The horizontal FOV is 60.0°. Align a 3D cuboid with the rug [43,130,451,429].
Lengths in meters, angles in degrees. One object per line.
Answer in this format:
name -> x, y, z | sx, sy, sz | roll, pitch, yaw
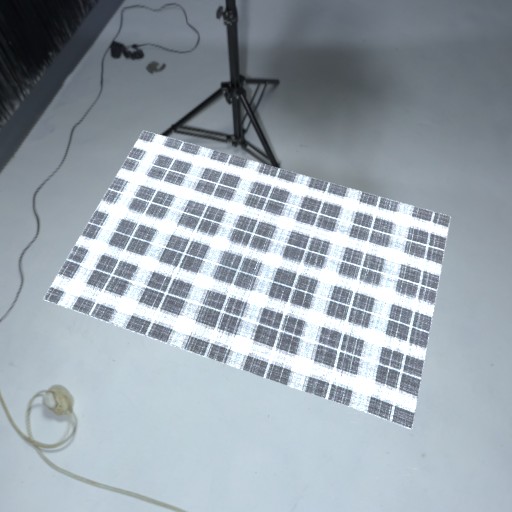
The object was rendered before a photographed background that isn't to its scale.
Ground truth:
rug -> 0.000, 0.000, 3.037 | 2.434, 0.015, 1.520 | 17, 65, 8
